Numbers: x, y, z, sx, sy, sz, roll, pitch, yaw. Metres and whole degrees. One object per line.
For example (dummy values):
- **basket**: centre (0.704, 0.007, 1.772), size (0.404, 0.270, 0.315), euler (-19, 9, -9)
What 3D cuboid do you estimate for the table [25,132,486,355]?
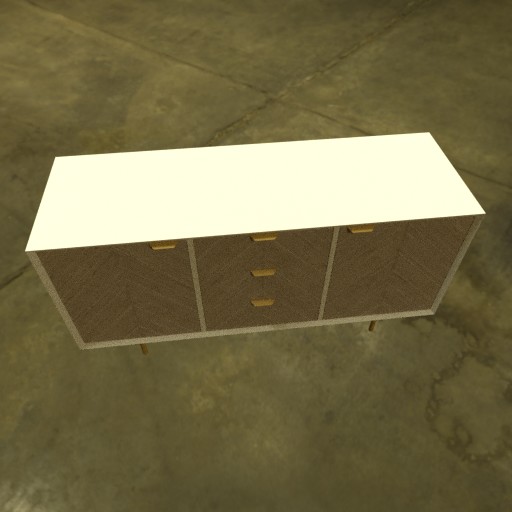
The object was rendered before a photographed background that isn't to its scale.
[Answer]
- **table**: centre (0.000, 0.000, 1.884), size (1.500, 0.769, 0.508), euler (-5, 48, -5)
